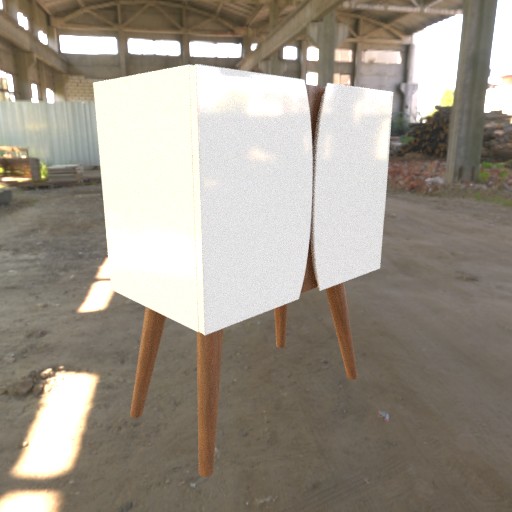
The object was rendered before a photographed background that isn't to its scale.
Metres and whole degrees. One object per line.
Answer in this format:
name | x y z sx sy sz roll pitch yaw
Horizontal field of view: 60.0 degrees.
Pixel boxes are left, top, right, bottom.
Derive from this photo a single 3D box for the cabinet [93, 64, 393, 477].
cabinet | 0.000 0.000 1.079 0.591 0.772 0.344 -14 20 -43
